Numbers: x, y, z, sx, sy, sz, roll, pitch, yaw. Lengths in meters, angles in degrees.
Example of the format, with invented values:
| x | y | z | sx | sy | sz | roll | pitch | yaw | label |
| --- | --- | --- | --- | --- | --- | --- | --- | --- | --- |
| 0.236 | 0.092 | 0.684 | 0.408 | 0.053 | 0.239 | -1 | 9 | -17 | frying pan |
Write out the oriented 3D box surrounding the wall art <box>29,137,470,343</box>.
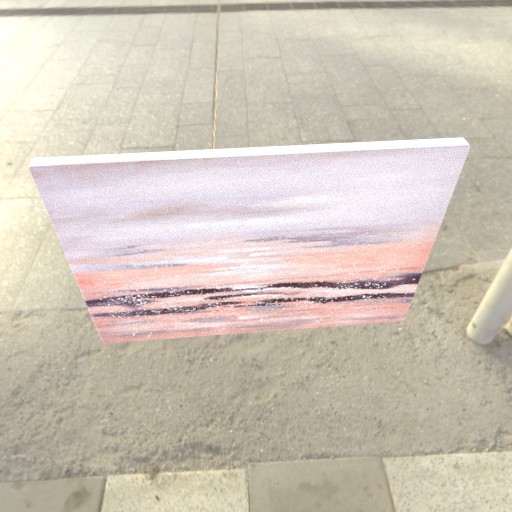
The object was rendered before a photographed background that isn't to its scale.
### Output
| x | y | z | sx | sy | sz | roll | pitch | yaw | label |
| --- | --- | --- | --- | --- | --- | --- | --- | --- | --- |
| 0.000 | 0.000 | 1.136 | 0.913 | 0.609 | 0.038 | -4 | 45 | -4 | wall art |
